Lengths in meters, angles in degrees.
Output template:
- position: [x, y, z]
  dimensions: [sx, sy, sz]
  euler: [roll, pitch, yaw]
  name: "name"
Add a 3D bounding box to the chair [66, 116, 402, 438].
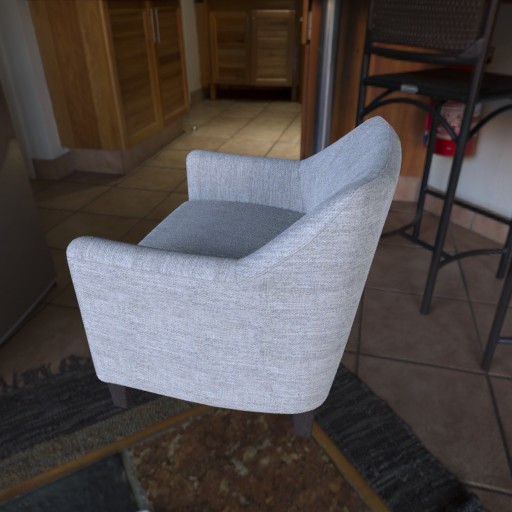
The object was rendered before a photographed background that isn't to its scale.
- position: [0.000, 0.000, 1.381]
  dimensions: [0.758, 0.761, 0.796]
  euler: [9, 32, 14]
  name: "chair"
